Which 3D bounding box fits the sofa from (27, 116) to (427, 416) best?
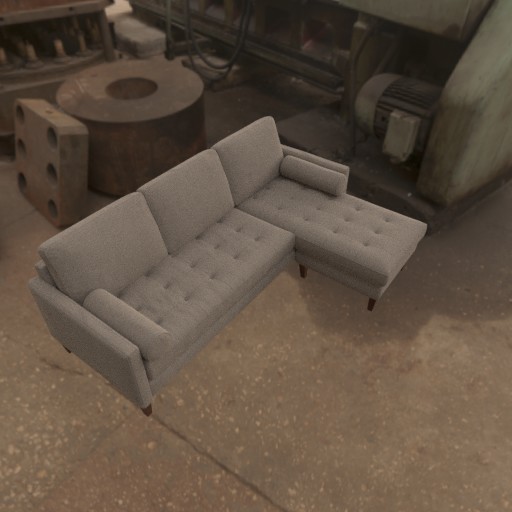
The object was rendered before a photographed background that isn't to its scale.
[{"bbox_3d":[0.000,0.000,2.824,1.506,0.875,2.178,26,48,27],"label":"sofa"}]
